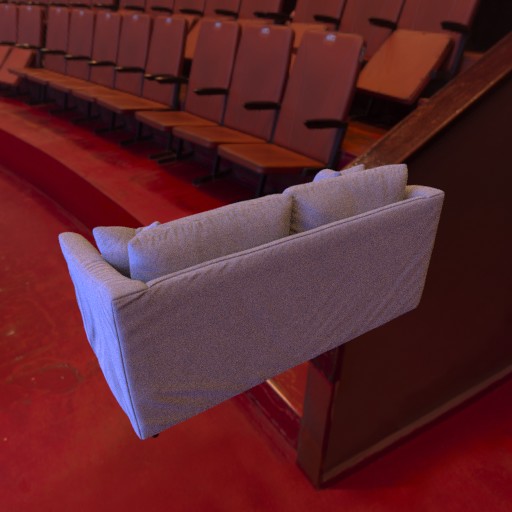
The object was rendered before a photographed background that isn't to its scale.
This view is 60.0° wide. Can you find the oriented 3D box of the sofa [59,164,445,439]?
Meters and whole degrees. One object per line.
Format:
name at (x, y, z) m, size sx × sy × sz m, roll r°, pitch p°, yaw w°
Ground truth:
sofa at (0.000, 0.000, 2.677) m, size 2.010 × 1.018 × 1.072 m, roll -18°, pitch 34°, yaw -29°
